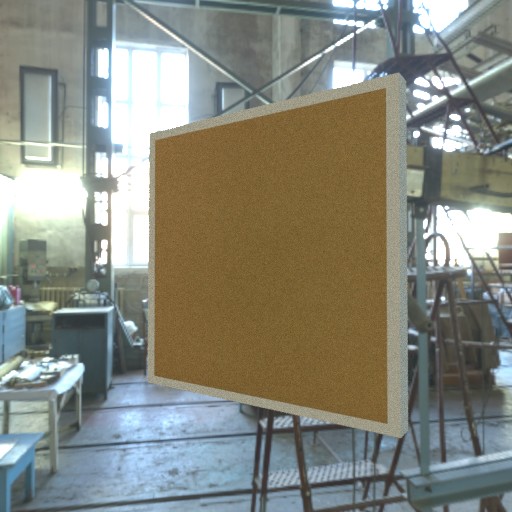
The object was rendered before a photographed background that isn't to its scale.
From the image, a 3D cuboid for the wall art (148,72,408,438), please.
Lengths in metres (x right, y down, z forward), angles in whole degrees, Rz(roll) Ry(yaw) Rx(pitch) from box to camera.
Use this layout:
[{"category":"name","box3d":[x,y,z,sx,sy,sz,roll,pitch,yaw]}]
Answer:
[{"category":"wall art","box3d":[0.000,0.000,0.773,0.508,0.507,0.035,-1,-1,34]}]
